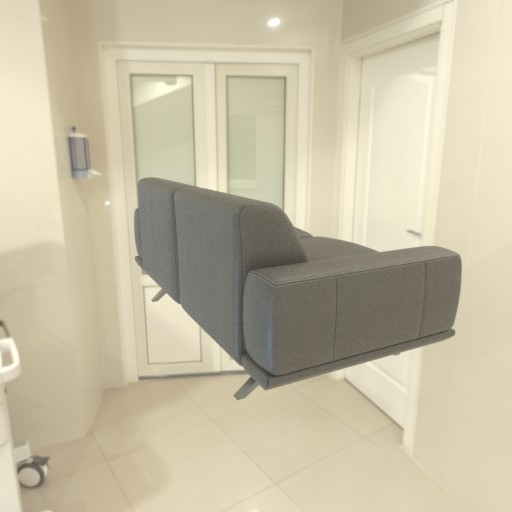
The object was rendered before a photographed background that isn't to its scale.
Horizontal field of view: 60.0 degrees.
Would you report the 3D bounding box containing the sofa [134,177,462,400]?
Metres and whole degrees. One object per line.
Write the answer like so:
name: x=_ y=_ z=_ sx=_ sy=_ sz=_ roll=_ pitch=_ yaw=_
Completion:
sofa: x=0.000 y=0.000 z=2.373 sx=0.900 sy=0.772 sz=1.901 roll=-7 pitch=16 yaw=-27
